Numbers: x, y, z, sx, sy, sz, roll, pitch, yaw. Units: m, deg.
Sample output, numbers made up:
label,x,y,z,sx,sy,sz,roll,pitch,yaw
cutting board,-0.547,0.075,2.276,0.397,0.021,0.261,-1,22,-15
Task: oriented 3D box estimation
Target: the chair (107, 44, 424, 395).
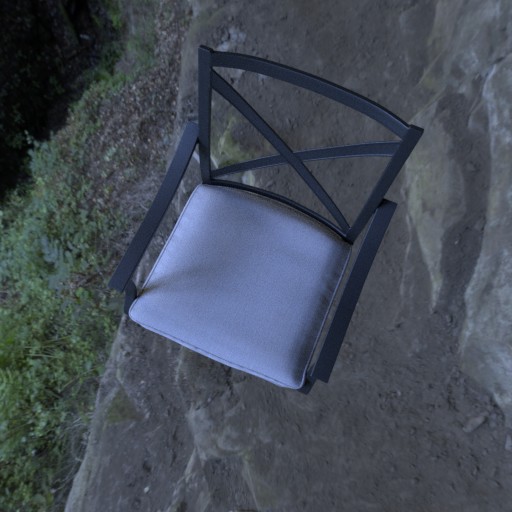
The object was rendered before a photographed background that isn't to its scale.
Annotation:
label,x,y,z,sx,sy,sz,roll,pitch,yaw
chair,0.000,0.000,1.268,0.575,0.889,0.620,23,78,5
